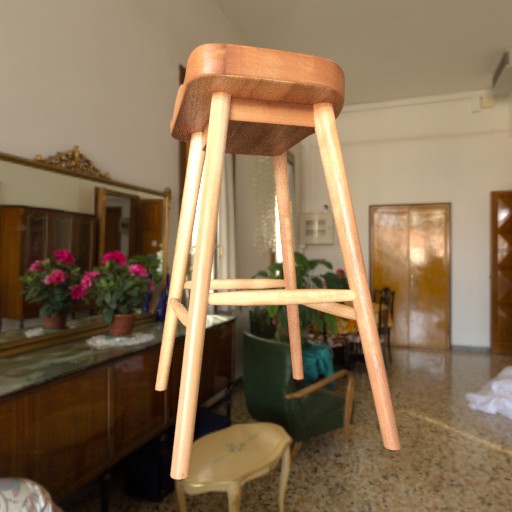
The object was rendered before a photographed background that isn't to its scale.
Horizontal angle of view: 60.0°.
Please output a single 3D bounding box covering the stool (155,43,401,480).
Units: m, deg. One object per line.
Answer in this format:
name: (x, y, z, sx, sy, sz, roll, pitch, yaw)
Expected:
stool: (0.000, 0.000, 0.858, 0.361, 0.615, 0.440, 0, 0, -16)
